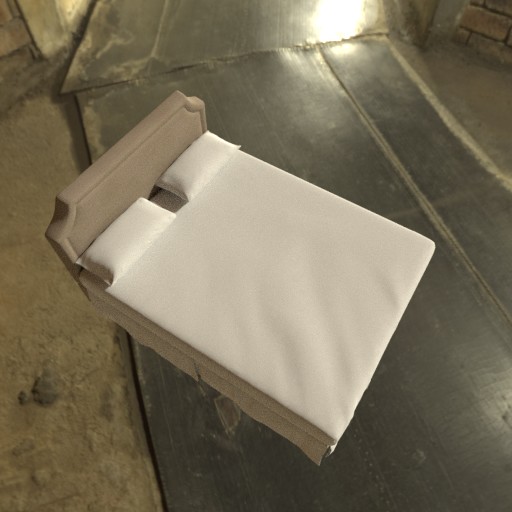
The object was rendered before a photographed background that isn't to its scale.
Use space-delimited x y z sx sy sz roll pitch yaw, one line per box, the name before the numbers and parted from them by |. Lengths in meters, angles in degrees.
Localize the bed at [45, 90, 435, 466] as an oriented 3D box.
bed | 0.000 0.000 3.597 2.498 1.293 1.977 28 62 17
